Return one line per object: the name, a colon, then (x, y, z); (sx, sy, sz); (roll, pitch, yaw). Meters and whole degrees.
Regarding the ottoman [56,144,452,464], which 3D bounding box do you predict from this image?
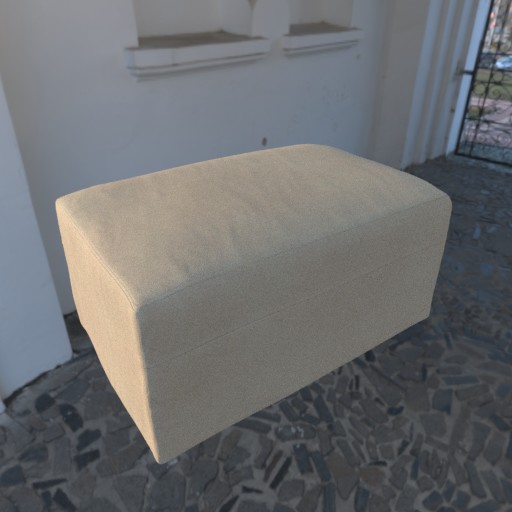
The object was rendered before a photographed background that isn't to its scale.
ottoman: (0.000, 0.000, 1.187); (0.872, 0.444, 0.590); (-19, 35, -29)
